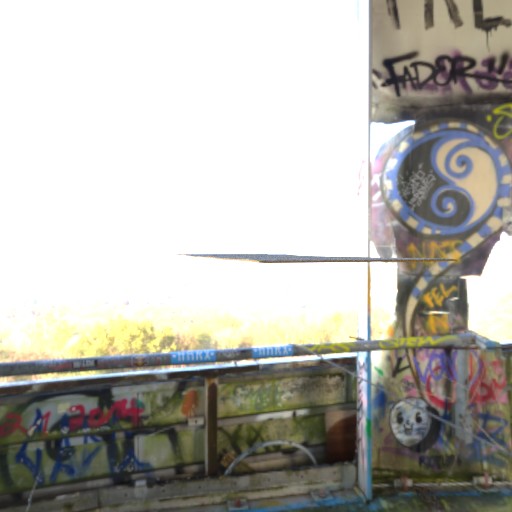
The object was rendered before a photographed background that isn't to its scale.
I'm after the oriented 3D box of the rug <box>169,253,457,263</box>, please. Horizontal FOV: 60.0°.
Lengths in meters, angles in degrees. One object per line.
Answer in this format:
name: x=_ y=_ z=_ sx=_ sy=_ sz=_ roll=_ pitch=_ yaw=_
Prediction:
rug: x=0.000 y=0.000 z=2.482 sx=0.704 sy=0.014 sz=2.294 roll=0 pitch=1 yaw=-18
